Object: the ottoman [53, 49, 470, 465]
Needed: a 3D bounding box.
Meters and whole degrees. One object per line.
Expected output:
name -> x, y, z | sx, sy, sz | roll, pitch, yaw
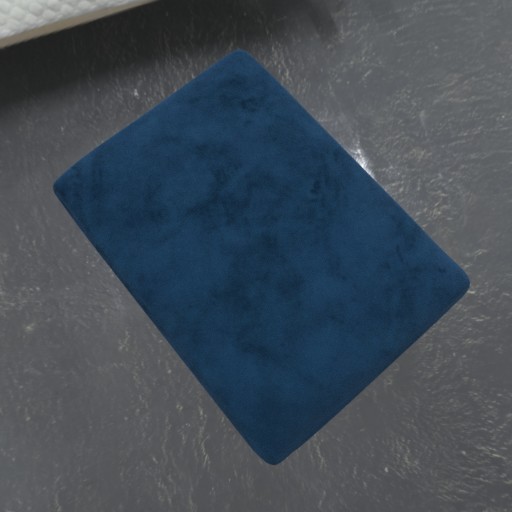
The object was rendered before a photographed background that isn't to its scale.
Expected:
ottoman -> 0.000, 0.000, 1.131 | 0.572, 0.503, 0.773 | -39, 79, -9
